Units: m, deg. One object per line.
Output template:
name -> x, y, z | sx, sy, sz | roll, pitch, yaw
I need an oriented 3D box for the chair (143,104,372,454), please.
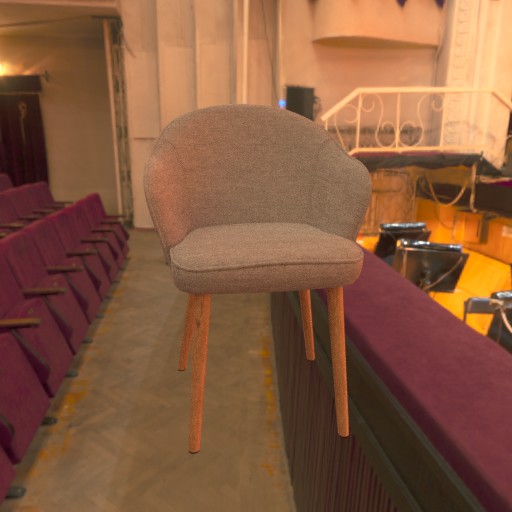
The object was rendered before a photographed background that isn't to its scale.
chair -> 0.000, 0.000, 1.165 | 0.540, 0.800, 0.530 | -2, 14, -9
